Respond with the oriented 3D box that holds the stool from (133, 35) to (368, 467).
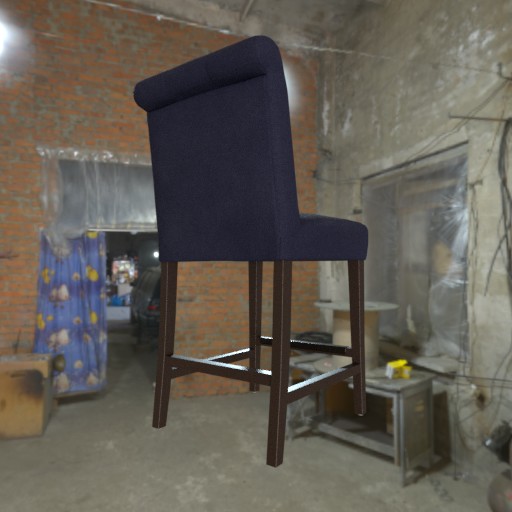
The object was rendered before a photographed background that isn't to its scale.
[{"bbox_3d":[0.000,0.000,1.345,0.493,1.010,0.601,-1,-2,37],"label":"stool"}]
